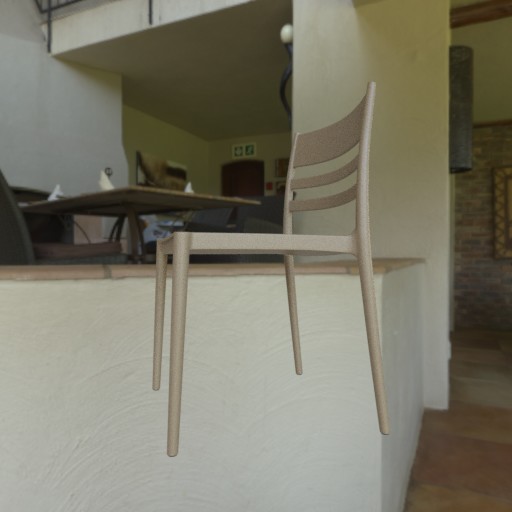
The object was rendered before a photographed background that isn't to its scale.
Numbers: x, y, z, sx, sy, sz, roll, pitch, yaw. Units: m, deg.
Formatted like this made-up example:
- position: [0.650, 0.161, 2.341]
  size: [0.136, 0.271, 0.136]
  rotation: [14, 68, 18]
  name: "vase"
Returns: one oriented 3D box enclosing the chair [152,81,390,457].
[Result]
- position: [0.000, 0.000, 1.177]
  size: [0.511, 0.800, 0.531]
  rotation: [0, 1, -17]
  name: "chair"
